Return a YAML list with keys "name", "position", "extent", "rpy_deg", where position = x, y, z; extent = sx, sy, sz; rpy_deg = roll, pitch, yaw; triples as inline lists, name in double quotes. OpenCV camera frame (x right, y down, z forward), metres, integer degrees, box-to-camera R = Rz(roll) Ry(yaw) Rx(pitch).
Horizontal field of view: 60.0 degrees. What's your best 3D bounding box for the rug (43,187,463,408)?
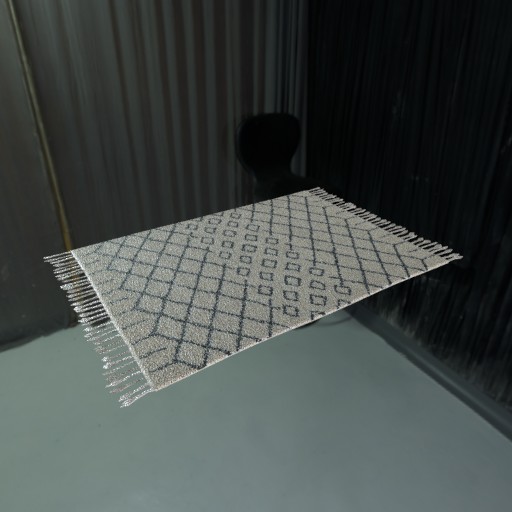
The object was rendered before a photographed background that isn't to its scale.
- name: "rug"
  position: [0.000, 0.000, 3.230]
  extent: [2.615, 0.029, 1.664]
  rpy_deg: [-18, 34, -28]
